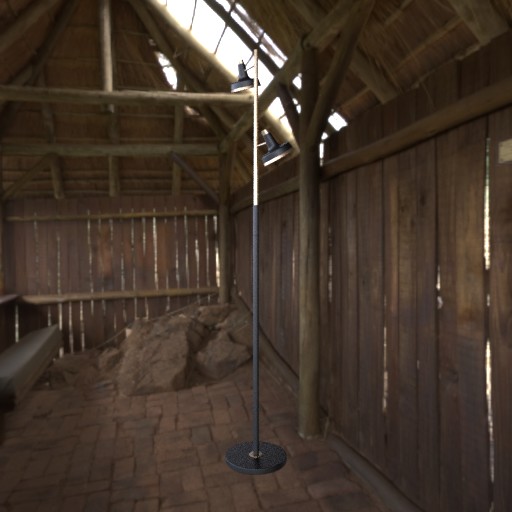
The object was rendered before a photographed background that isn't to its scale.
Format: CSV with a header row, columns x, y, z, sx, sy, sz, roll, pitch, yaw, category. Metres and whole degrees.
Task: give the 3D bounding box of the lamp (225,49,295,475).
x,y,z,sx,sy,sz,roll,pitch,yaw,category
0.000,0.000,1.814,0.253,1.674,0.351,0,1,-35,lamp
